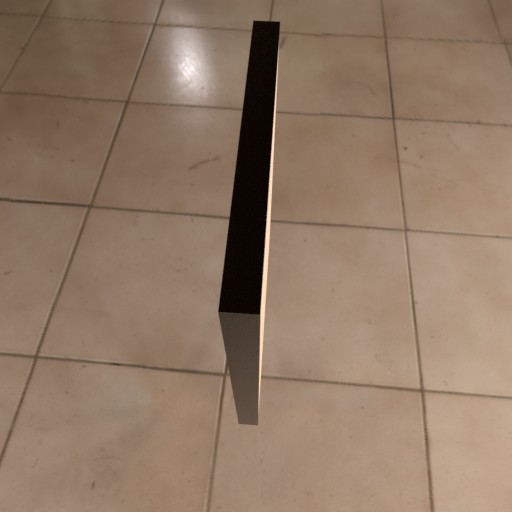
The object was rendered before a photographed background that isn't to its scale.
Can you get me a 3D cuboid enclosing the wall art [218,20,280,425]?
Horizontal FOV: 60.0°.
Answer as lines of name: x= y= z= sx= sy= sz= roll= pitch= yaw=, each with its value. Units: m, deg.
wall art: x=0.000 y=0.000 z=0.750 sx=0.038 sy=0.551 sz=0.448 roll=3 pitch=59 yaw=2
